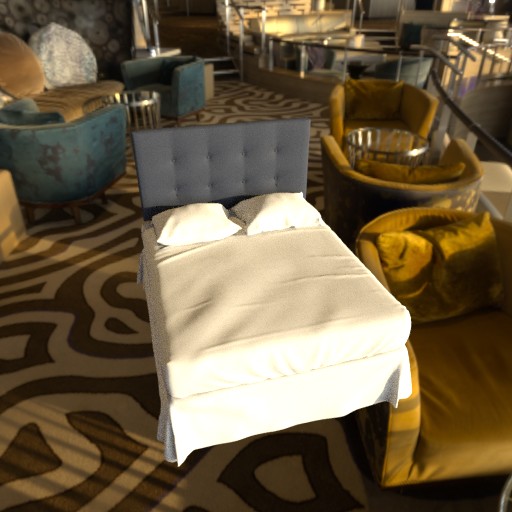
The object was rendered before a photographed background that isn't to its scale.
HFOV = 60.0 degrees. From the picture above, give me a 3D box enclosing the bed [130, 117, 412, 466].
[{"bbox_3d":[0.000,0.000,3.524,1.936,1.577,2.222,-9,33,-14],"label":"bed"}]
